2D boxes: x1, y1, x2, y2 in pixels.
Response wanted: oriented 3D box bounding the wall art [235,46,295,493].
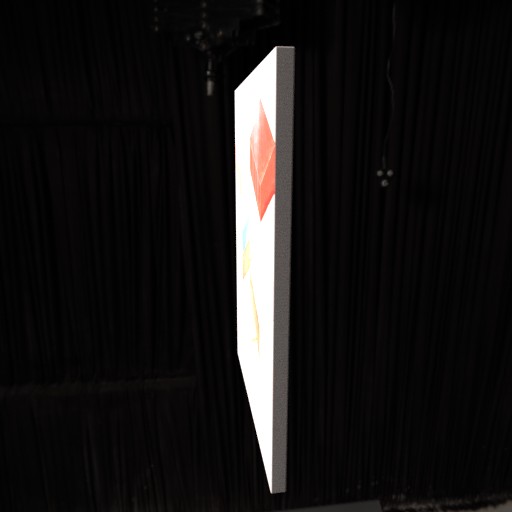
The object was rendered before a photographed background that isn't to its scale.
[{"bbox_3d":[0.000,0.000,1.602,0.046,1.221,0.914,-2,15,-8],"label":"wall art"}]
